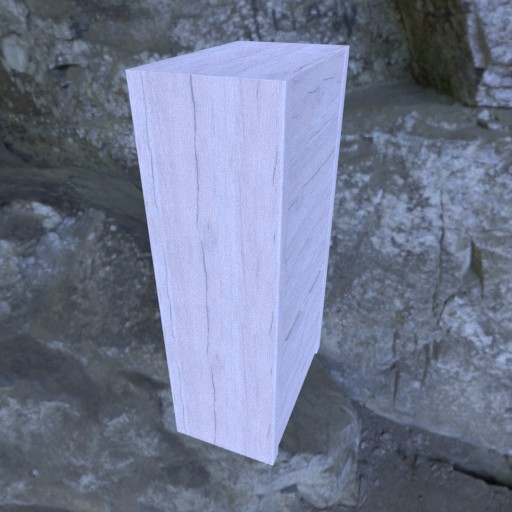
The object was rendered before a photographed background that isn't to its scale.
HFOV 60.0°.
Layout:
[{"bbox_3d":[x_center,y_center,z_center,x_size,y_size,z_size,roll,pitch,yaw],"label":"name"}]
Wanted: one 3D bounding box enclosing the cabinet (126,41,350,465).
[{"bbox_3d":[0.000,0.000,2.324,0.580,1.930,0.980,12,33,18],"label":"cabinet"}]
